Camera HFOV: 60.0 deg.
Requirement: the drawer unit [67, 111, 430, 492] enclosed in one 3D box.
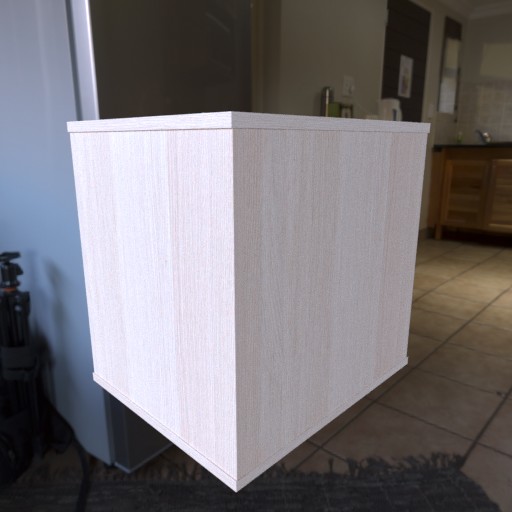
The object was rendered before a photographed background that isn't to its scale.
[{"bbox_3d":[0.000,0.000,0.594,0.290,0.344,0.349,14,20,43],"label":"drawer unit"}]
